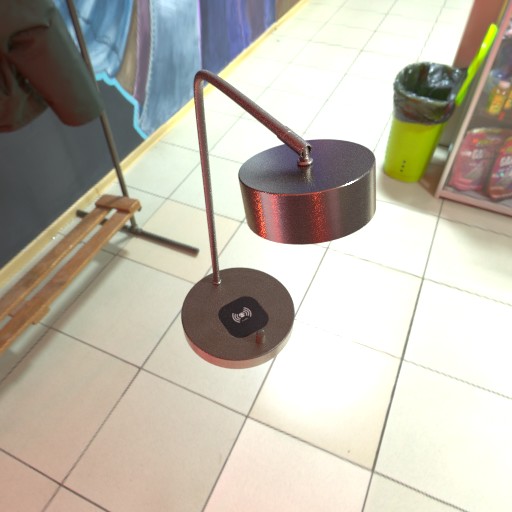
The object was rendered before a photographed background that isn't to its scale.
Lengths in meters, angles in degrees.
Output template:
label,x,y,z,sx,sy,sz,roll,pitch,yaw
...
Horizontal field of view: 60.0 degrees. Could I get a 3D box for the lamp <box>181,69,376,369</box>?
label,x,y,z,sx,sy,sz,roll,pitch,yaw
lamp,0.000,0.000,0.640,0.211,0.469,0.334,-25,52,-22
